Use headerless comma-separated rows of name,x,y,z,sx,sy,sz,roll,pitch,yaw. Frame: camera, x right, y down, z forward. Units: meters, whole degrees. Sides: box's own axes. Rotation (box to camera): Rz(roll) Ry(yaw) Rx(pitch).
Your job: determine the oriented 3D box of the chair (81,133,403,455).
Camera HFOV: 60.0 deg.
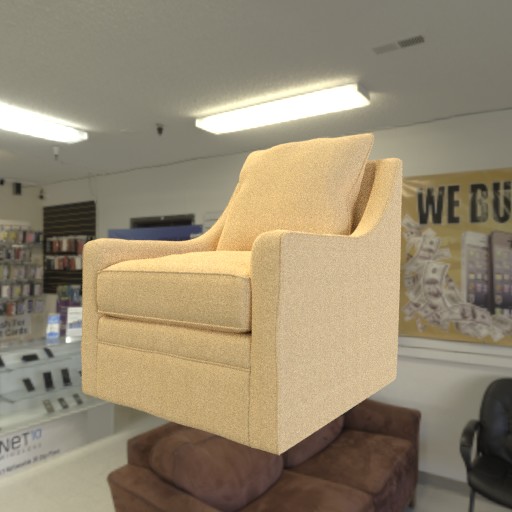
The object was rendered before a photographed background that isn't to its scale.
chair,0.000,0.000,1.526,0.760,0.927,0.876,0,0,36
